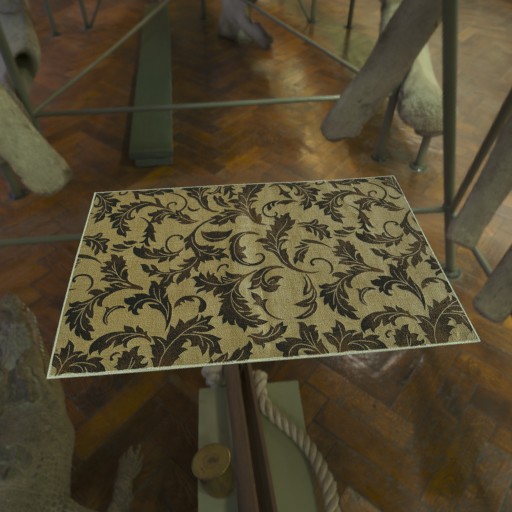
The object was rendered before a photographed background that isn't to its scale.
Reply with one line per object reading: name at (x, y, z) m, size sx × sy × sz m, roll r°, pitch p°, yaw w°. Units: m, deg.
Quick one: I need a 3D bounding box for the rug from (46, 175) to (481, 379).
rug at (0.000, 0.000, 2.825) m, size 2.284 × 0.008 × 1.522 m, roll -4°, pitch 46°, yaw -4°
